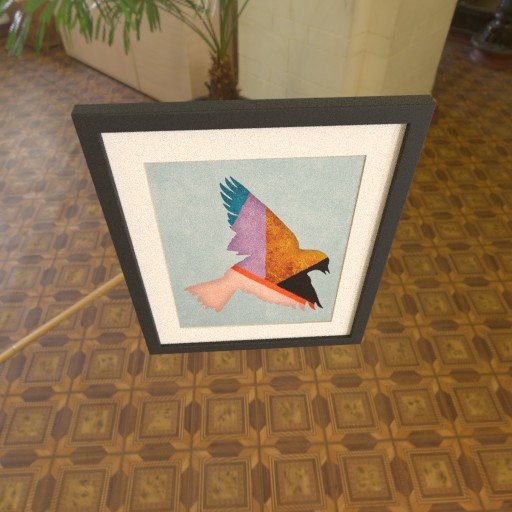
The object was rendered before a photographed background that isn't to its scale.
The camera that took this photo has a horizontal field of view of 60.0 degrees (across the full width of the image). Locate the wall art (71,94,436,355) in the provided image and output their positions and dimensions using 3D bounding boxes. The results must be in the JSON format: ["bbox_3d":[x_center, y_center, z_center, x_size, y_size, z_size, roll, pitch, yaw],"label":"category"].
[{"bbox_3d":[0.000,0.000,0.763,0.457,0.558,0.028,-2,46,-2],"label":"wall art"}]
